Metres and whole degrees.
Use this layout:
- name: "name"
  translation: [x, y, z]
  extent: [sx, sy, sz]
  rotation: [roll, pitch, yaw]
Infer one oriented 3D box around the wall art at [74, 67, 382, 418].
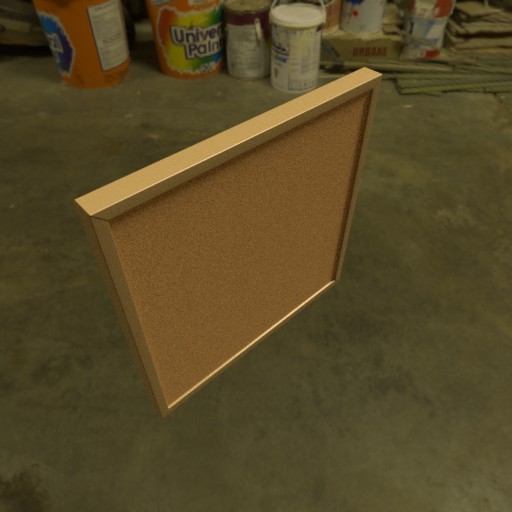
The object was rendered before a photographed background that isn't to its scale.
- name: "wall art"
  translation: [0.000, 0.000, 0.780]
  extent: [0.509, 0.509, 0.036]
  rotation: [-33, 55, -27]
